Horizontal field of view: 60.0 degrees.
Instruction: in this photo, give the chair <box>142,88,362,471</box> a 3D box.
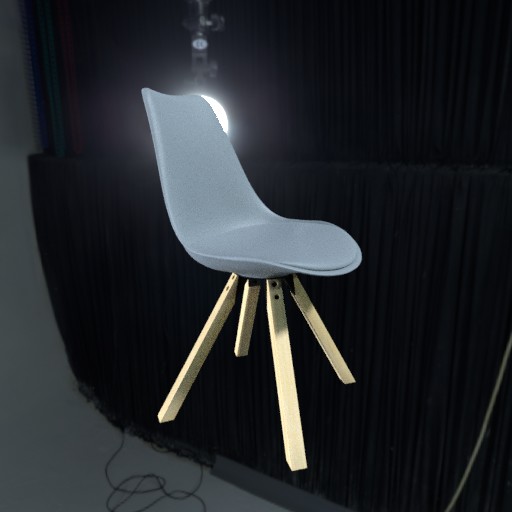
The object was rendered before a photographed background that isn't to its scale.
[{"bbox_3d":[0.000,0.000,1.188,0.549,0.850,0.485,8,17,26],"label":"chair"}]
